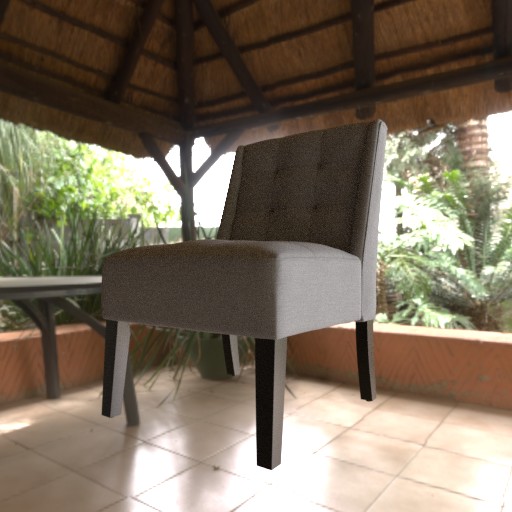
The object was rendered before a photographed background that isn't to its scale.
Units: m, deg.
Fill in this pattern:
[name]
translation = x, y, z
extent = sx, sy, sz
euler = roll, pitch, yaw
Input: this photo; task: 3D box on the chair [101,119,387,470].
[chair]
translation = 0.000, 0.000, 1.284
extent = 0.569, 0.853, 0.676
euler = -1, -1, 35
